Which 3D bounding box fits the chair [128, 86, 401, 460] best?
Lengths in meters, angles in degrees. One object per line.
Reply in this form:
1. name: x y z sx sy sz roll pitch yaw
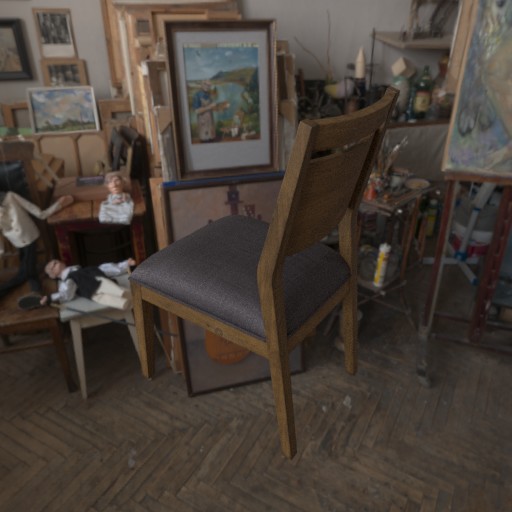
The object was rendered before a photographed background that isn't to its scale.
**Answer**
1. chair: 0.000 0.000 1.304 0.610 0.939 0.501 21 36 31
